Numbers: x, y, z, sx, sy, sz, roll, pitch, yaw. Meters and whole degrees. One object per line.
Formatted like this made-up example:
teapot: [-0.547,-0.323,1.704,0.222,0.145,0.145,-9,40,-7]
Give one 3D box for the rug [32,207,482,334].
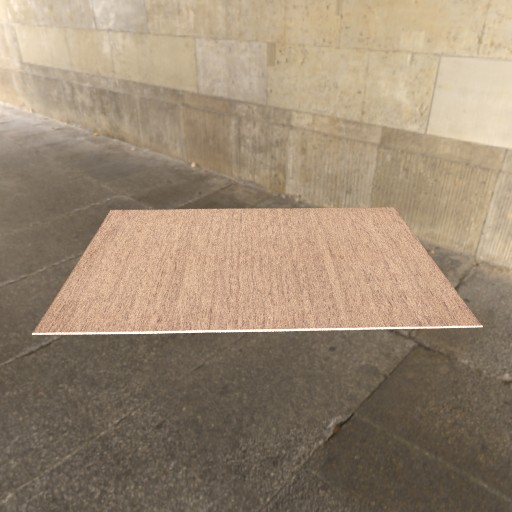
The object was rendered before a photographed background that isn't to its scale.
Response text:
rug: [0.000,0.000,2.341,1.840,0.013,1.225,-1,30,-1]
